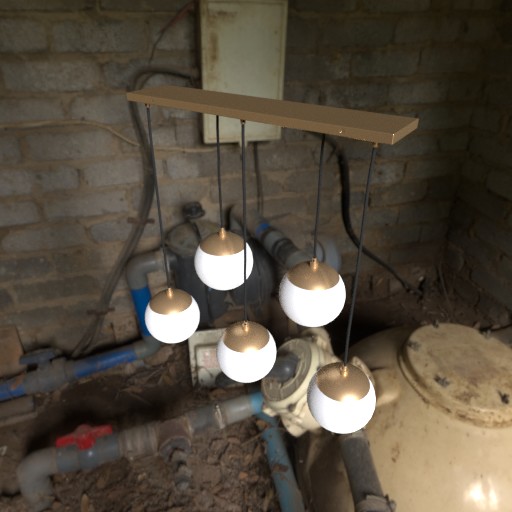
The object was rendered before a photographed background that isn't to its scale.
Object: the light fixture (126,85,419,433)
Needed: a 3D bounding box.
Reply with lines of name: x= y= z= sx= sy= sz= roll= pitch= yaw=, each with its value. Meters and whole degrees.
light fixture: x=0.000 y=0.000 z=1.315 sx=0.863 sy=0.869 sz=0.299 roll=19 pitch=35 yaw=29
